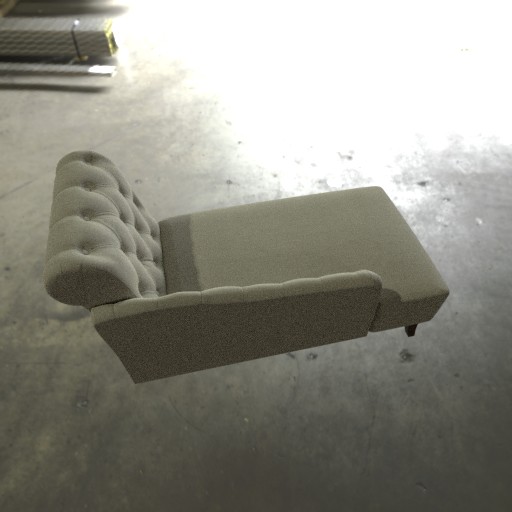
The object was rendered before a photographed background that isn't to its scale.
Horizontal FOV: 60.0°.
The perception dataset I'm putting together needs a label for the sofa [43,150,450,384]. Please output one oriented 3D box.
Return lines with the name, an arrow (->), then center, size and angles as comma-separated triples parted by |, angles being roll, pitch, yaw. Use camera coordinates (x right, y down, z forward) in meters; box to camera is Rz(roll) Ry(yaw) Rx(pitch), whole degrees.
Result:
sofa -> 0.000, 0.000, 1.778 | 1.379, 0.787, 0.675 | -10, 48, -9
